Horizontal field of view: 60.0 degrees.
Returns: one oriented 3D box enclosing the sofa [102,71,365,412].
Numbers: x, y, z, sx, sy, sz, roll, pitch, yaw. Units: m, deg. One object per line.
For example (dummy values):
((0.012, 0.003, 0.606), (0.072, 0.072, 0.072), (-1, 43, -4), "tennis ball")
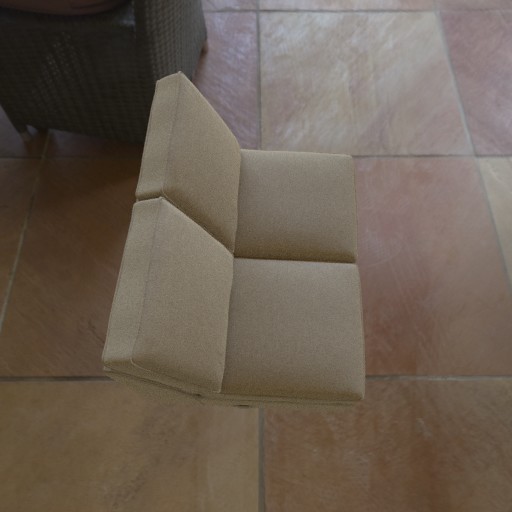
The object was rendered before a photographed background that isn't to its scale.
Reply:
((0.000, 0.000, 2.001), (0.951, 1.008, 1.237), (3, 65, 1), "sofa")
